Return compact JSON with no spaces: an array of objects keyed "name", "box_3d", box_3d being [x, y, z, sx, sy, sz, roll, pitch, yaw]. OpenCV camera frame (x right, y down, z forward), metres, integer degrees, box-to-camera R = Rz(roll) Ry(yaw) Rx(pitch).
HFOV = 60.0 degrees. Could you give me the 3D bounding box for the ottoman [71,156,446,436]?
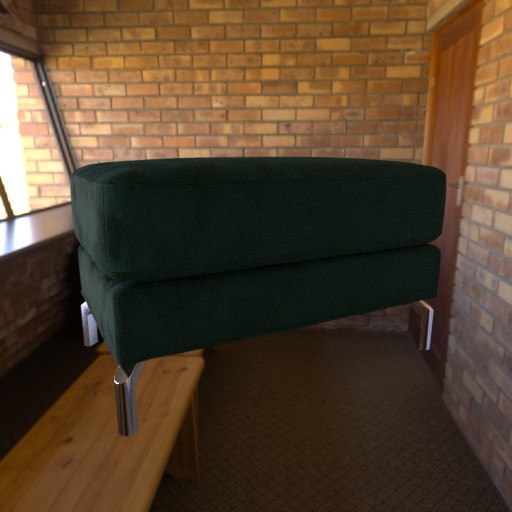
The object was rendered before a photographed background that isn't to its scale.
[{"name":"ottoman","box_3d":[0.000,0.000,1.219,0.886,0.533,0.536,-7,15,-27]}]
